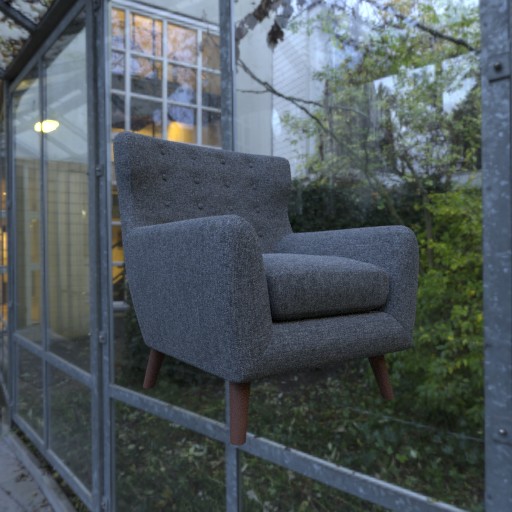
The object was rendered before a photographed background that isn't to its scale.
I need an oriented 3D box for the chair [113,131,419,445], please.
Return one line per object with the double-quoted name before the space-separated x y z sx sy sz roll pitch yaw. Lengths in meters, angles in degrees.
"chair" 0.000 0.000 1.756 0.889 1.039 0.940 0 0 -36
